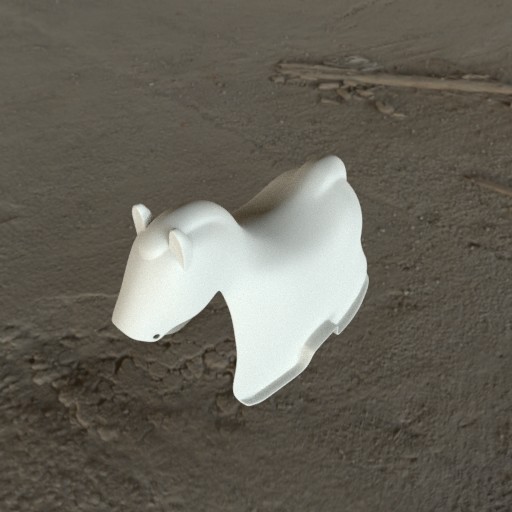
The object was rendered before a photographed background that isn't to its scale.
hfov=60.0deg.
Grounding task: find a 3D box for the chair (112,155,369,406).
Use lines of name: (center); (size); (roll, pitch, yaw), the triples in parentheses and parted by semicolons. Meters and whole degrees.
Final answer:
chair: (0.000, 0.000, 1.139); (0.429, 0.612, 0.800); (33, 54, 28)
